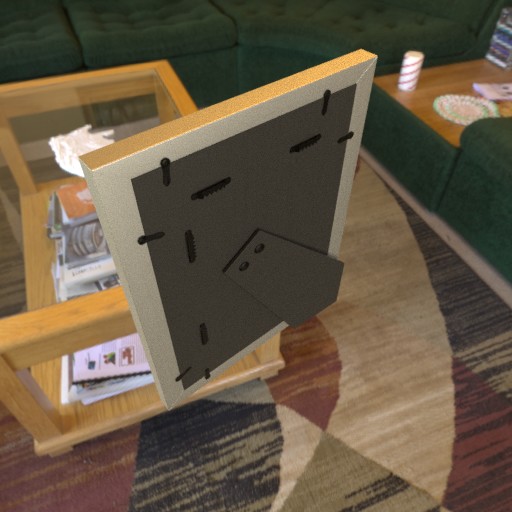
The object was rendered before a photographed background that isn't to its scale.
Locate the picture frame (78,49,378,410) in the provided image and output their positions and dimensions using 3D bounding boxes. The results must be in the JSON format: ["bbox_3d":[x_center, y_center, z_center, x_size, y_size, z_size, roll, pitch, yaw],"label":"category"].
[{"bbox_3d":[0.000,0.000,0.520,0.307,0.386,0.036,-31,54,-26],"label":"picture frame"}]
